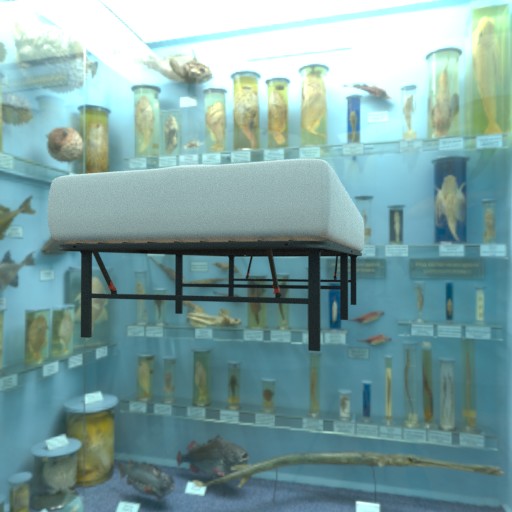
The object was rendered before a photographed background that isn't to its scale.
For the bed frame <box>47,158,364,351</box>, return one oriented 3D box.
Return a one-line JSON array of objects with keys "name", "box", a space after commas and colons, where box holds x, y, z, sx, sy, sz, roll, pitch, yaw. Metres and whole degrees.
[{"name": "bed frame", "box": [0.000, 0.000, 2.347, 1.025, 0.640, 1.908, 0, -1, 17]}]
